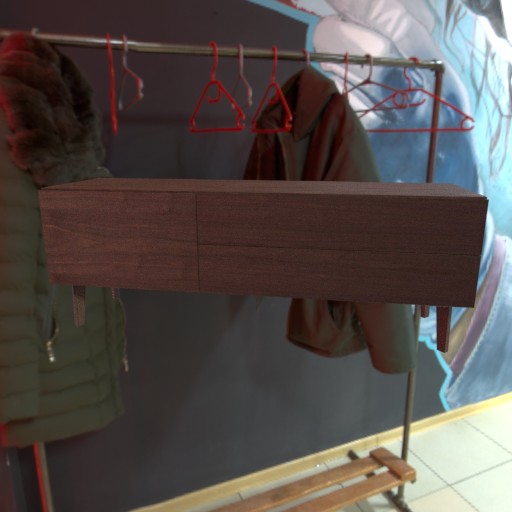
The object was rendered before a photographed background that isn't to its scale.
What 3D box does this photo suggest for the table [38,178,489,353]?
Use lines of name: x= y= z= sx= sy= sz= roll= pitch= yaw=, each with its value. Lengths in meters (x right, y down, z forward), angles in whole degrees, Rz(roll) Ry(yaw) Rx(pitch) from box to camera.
table: x=0.000 y=0.000 z=1.615 sx=1.397 sy=0.508 sz=0.405 roll=2 pitch=15 yaw=9
